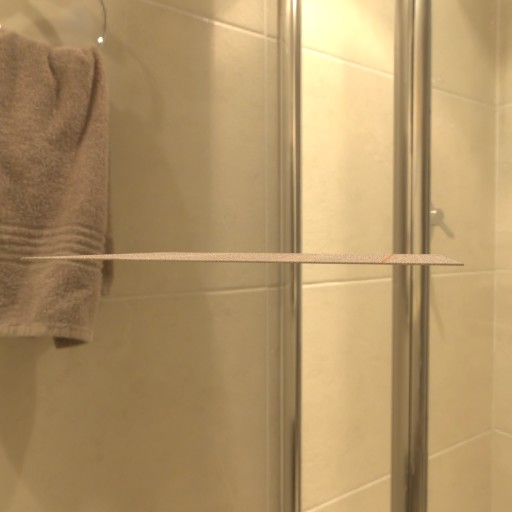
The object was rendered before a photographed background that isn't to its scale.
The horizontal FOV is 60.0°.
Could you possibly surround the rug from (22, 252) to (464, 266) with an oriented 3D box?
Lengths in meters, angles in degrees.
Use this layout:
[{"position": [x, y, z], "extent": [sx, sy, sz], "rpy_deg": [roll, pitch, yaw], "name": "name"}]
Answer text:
[{"position": [0.000, 0.000, 2.290], "extent": [1.825, 0.015, 1.232], "rpy_deg": [1, 2, 19], "name": "rug"}]
